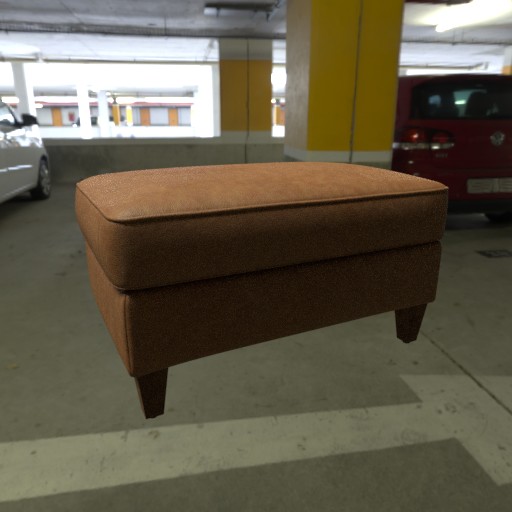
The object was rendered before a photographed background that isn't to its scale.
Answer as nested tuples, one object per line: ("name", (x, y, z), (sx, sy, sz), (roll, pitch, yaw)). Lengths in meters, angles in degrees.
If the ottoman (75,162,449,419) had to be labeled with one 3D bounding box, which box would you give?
("ottoman", (0.000, 0.000, 1.217), (0.864, 0.483, 0.584), (-8, 19, -26))
